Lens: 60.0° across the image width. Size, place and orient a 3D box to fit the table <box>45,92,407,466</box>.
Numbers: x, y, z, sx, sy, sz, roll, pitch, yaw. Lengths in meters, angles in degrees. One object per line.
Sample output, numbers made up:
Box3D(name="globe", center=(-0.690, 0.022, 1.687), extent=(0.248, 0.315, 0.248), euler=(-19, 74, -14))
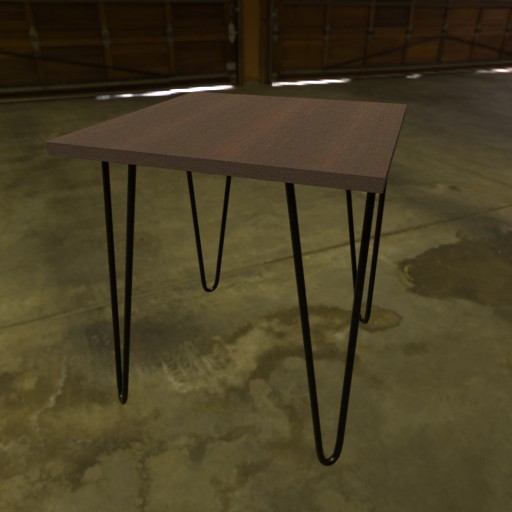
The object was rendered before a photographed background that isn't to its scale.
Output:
Box3D(name="table", center=(0.000, 0.000, 0.930), extent=(0.495, 0.559, 0.495), euler=(10, 30, 17))
